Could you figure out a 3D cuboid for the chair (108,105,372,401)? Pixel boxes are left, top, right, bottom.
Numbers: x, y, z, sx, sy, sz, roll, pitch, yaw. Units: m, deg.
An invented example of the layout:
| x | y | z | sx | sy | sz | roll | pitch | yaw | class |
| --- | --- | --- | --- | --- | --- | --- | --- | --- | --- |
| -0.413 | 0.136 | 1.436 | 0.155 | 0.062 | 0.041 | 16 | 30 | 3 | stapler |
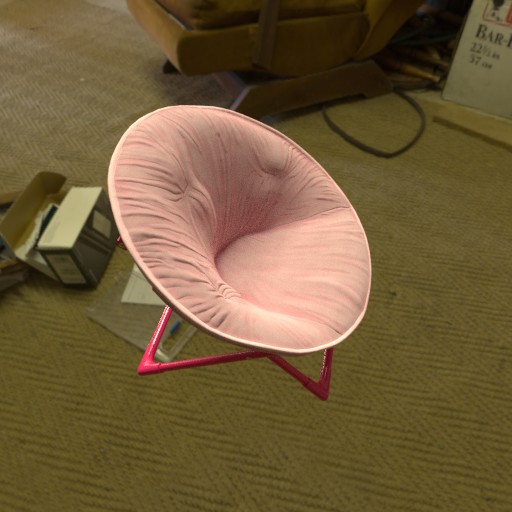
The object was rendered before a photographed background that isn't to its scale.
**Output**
| x | y | z | sx | sy | sz | roll | pitch | yaw | class |
| --- | --- | --- | --- | --- | --- | --- | --- | --- | --- |
| 0.000 | 0.000 | 0.884 | 0.459 | 0.494 | 0.522 | 9 | 49 | 8 | chair |
